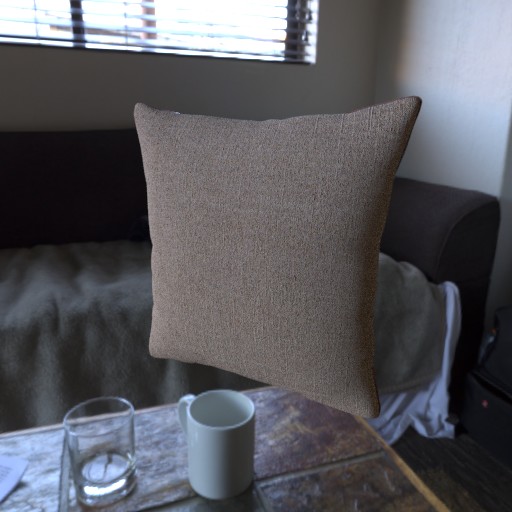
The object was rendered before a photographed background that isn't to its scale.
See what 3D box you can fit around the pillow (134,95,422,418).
[{"bbox_3d":[0.000,0.000,0.673,0.437,0.448,0.147,8,18,26],"label":"pillow"}]
